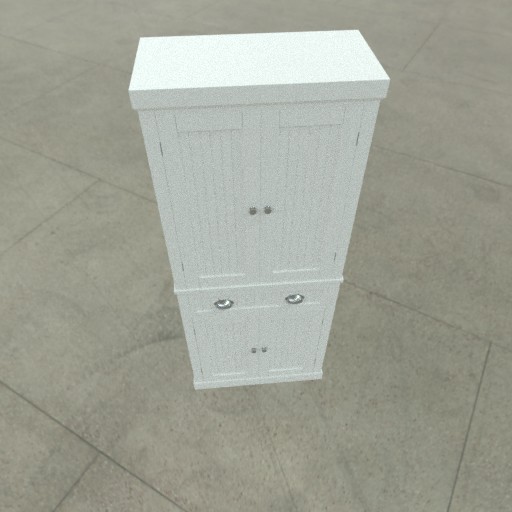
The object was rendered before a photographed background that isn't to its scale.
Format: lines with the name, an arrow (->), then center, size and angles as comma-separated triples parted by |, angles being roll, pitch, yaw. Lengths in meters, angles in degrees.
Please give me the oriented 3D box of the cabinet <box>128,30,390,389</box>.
cabinet -> 0.000, 0.000, 2.061 | 0.754, 1.829, 0.390 | -4, 47, -4
